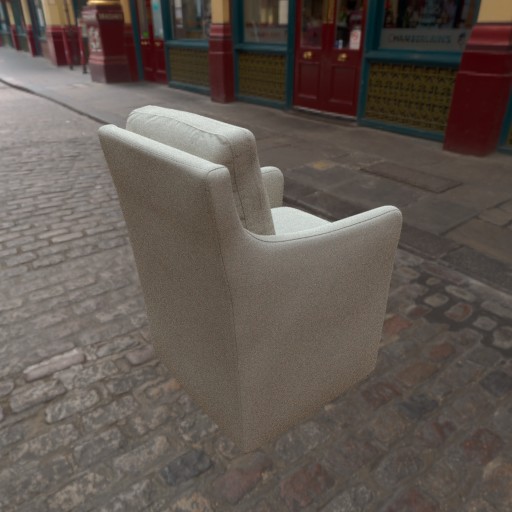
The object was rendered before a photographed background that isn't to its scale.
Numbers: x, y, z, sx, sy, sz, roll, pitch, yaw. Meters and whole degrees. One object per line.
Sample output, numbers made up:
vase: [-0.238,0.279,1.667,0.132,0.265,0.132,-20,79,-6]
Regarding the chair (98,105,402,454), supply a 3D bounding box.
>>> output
chair: [0.000,0.000,1.416,0.694,0.914,0.626,-20,33,-34]
